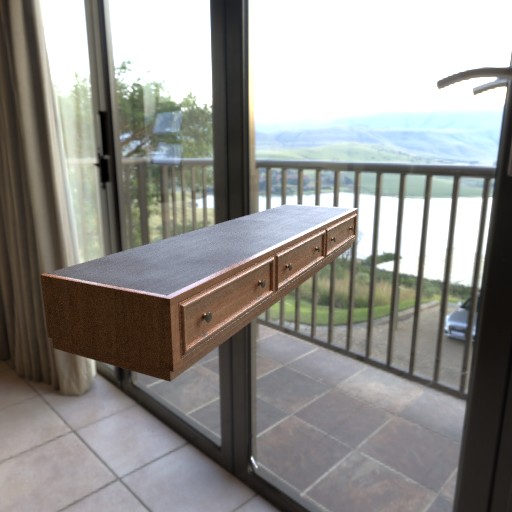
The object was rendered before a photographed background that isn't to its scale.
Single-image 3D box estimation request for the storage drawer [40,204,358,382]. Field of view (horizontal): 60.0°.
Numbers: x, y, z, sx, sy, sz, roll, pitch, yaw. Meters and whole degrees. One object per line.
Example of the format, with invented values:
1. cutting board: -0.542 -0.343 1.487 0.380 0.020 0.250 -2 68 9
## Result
1. storage drawer: 0.000 0.000 2.224 0.538 0.264 2.032 7 15 26
